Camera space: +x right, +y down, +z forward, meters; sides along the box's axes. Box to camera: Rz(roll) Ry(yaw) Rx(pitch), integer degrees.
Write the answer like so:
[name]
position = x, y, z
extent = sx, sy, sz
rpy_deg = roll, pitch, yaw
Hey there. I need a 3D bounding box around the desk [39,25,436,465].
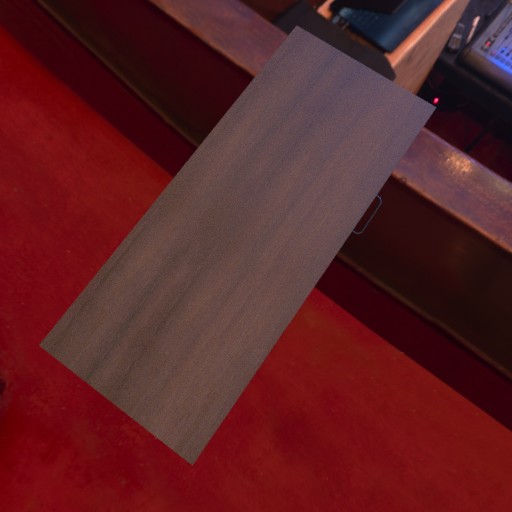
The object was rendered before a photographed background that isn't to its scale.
[desk]
position = 0.000, 0.000, 1.529
extent = 0.511, 0.752, 1.134
rpy_deg = 34, 79, 8
